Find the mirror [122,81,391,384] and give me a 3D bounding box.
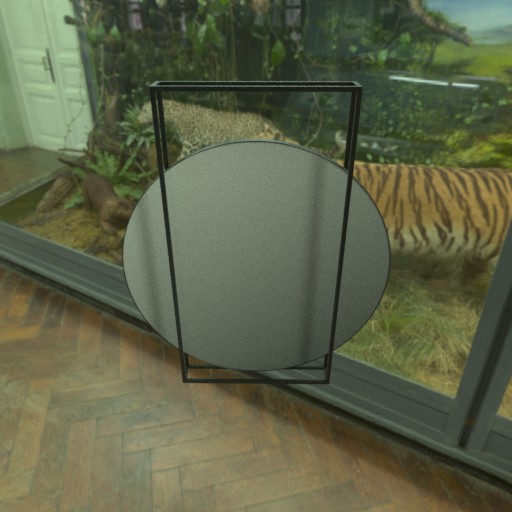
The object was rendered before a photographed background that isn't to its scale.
[{"bbox_3d":[0.000,0.000,0.823,0.508,0.603,0.051,0,30,1],"label":"mirror"}]
